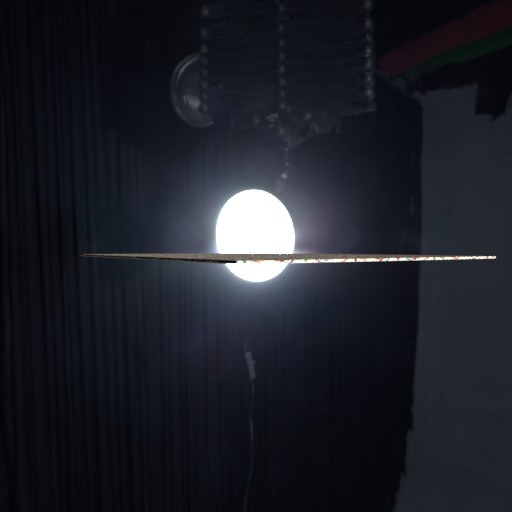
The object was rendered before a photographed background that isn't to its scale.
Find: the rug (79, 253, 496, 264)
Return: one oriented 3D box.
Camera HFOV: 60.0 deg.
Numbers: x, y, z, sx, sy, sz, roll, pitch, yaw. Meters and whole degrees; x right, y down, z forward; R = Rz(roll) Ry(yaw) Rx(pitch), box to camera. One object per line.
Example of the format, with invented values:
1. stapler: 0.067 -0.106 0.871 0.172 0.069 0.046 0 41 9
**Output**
1. rug: 0.000 0.000 4.164 2.446 0.020 3.215 -1 1 -35
